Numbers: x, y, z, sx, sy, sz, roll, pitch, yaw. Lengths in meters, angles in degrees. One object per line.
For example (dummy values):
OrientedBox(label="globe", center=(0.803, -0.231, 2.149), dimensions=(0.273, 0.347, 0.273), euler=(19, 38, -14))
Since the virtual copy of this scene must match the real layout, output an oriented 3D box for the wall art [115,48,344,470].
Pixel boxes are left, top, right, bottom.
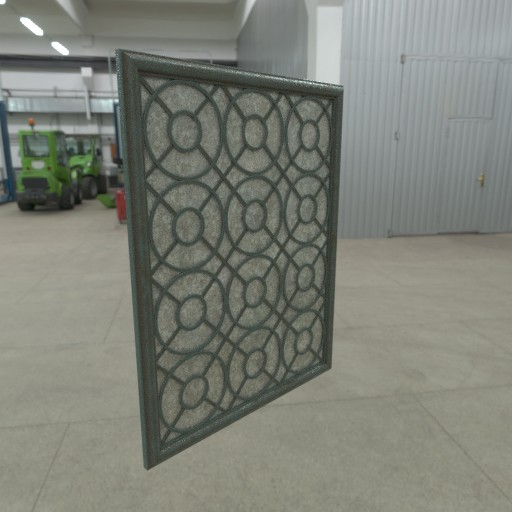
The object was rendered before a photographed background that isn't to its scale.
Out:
OrientedBox(label="wall art", center=(0.000, 0.000, 1.262), dimensions=(0.767, 0.983, 0.030), euler=(-13, 19, -43))
